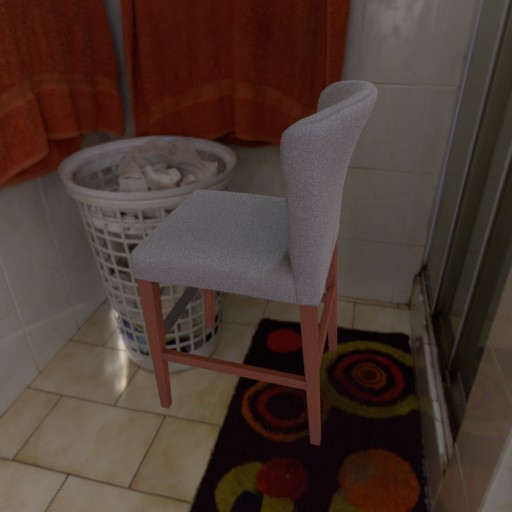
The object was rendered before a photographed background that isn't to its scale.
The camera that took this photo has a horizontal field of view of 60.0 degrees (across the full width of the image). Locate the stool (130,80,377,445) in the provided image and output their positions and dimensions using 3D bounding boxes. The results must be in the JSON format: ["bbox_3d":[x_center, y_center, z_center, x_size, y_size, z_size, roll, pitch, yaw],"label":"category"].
[{"bbox_3d":[0.000,0.000,1.303,0.568,0.968,0.481,8,32,13],"label":"stool"}]
